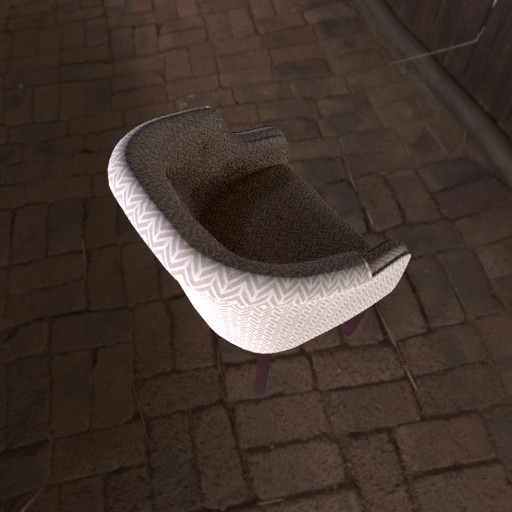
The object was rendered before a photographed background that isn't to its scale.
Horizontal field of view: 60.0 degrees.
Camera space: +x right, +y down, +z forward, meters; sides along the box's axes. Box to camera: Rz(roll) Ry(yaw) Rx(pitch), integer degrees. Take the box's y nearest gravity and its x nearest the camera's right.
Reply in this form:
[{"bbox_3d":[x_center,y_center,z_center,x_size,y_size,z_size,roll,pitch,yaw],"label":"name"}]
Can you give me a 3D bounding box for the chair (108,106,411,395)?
[{"bbox_3d":[0.000,0.000,1.324,0.613,0.858,0.686,-31,62,-18],"label":"chair"}]
